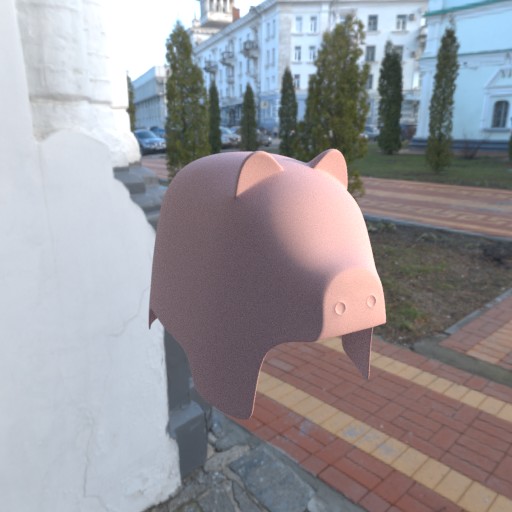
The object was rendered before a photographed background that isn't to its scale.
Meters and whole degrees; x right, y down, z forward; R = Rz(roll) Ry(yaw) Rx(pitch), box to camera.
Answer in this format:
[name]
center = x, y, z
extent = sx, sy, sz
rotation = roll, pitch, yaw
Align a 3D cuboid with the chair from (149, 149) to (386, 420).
[chair]
center = 0.000, 0.000, 0.883
extent = 0.364, 0.423, 0.619
rotation = -8, 18, -26
